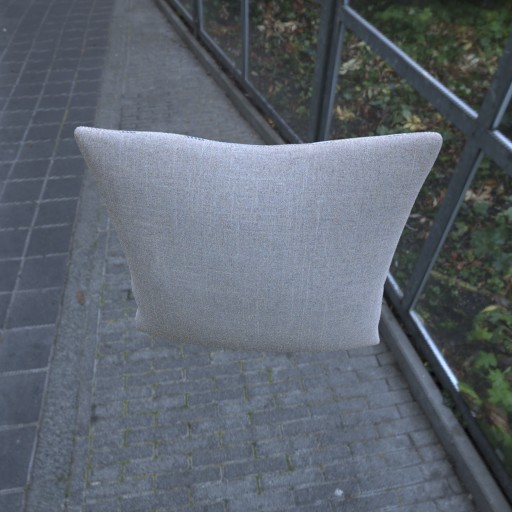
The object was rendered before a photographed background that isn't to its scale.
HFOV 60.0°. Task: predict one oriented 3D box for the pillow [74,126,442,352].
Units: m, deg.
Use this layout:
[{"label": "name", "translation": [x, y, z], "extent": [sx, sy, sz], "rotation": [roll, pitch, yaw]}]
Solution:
[{"label": "pillow", "translation": [0.000, 0.000, 0.864], "extent": [0.578, 0.558, 0.192], "rotation": [3, 46, 3]}]
